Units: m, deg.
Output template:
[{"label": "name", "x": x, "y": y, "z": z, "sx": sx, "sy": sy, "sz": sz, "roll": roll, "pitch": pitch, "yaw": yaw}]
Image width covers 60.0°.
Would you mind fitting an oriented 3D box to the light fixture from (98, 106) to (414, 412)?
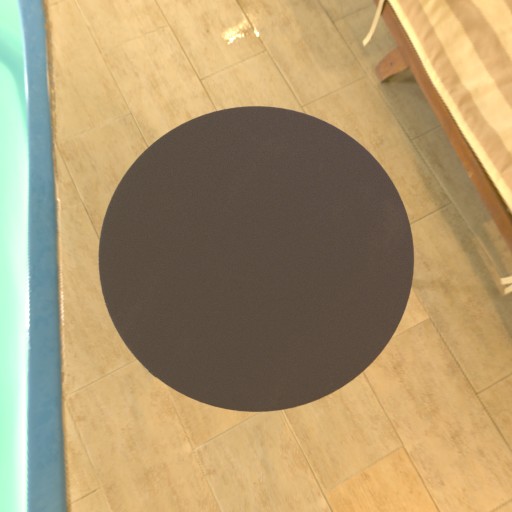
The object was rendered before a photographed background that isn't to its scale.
[{"label": "light fixture", "x": 0.000, "y": 0.000, "z": 0.546, "sx": 0.356, "sy": 0.102, "sz": 0.356, "roll": 0, "pitch": 76, "yaw": 0}]
